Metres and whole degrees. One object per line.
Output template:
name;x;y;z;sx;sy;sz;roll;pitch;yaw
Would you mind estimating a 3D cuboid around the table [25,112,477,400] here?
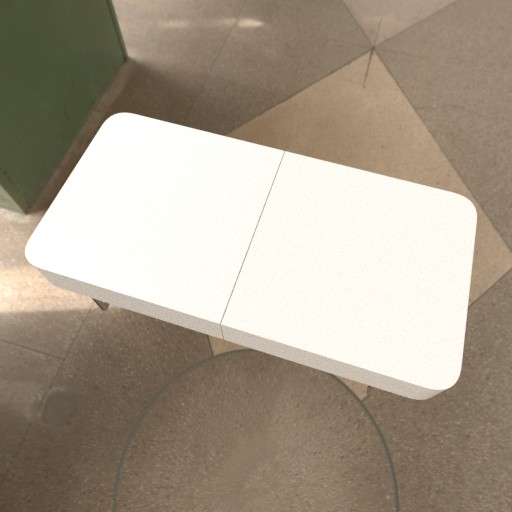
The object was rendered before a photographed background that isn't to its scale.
table;0.000;0.000;1.419;1.200;0.340;0.600;16;64;8
